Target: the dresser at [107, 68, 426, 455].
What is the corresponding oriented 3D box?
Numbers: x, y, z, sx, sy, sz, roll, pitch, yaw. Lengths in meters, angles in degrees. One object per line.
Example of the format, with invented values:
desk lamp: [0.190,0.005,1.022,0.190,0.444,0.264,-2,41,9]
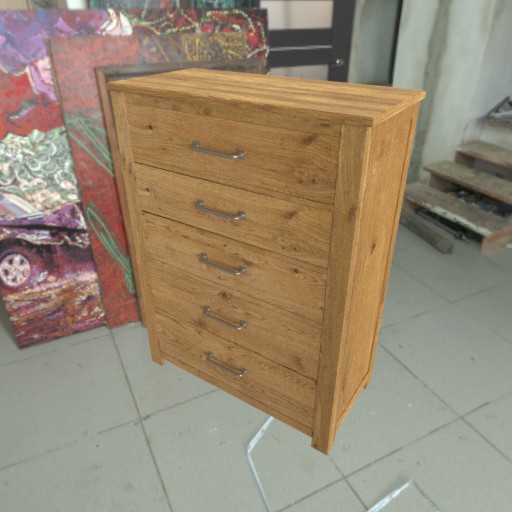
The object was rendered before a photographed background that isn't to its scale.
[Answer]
dresser: [0.000,0.000,1.984,1.081,1.431,0.558,18,35,29]
